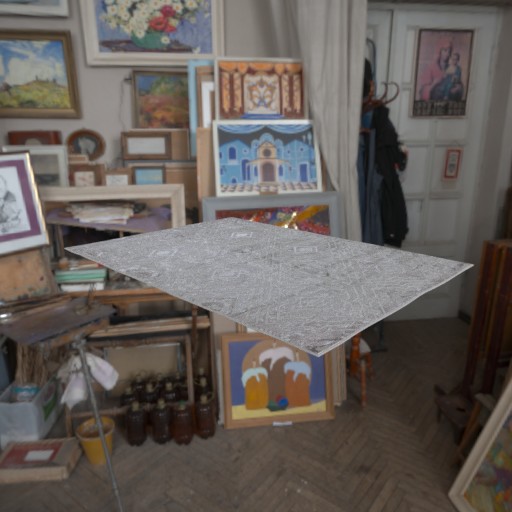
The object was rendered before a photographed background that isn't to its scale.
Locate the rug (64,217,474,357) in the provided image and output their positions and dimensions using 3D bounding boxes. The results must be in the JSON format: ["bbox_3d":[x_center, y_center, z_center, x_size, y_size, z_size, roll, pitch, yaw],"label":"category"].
[{"bbox_3d":[0.000,0.000,4.454,3.359,0.020,2.448,15,22,42],"label":"rug"}]
